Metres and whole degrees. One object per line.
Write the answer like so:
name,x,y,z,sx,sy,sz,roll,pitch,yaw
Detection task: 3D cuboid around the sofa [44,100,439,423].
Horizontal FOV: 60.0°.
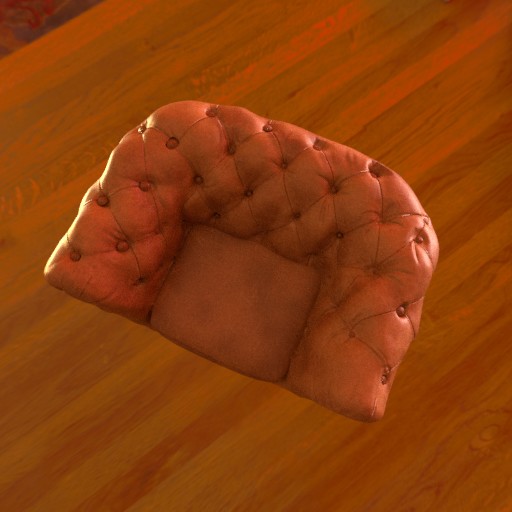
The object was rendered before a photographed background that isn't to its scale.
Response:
sofa,0.000,0.000,2.059,1.405,0.878,1.033,23,77,6
